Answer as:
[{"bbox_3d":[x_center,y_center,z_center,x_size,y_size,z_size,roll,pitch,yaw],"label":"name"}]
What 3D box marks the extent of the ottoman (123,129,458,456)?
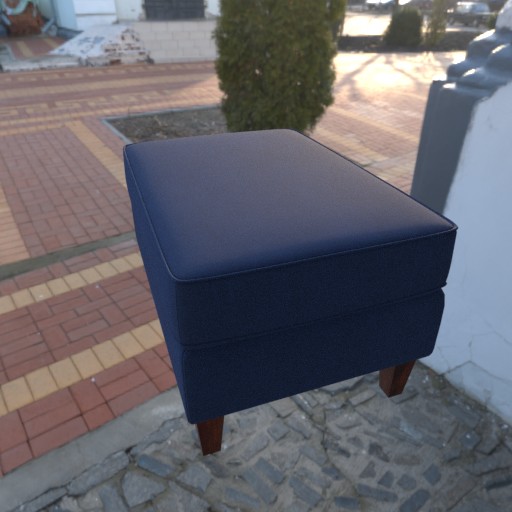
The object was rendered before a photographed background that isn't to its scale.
[{"bbox_3d":[0.000,0.000,1.408,0.686,0.584,0.965,-10,32,-17],"label":"ottoman"}]
